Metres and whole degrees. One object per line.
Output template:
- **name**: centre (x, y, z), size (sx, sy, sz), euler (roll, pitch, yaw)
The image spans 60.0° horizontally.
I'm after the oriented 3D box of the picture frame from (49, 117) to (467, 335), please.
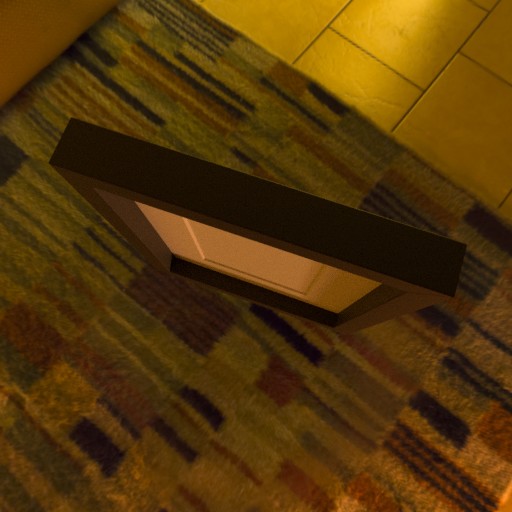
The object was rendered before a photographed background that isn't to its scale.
- **picture frame**: centre (0.000, 0.000, 0.382), size (0.232, 0.284, 0.042), euler (19, 77, 5)
